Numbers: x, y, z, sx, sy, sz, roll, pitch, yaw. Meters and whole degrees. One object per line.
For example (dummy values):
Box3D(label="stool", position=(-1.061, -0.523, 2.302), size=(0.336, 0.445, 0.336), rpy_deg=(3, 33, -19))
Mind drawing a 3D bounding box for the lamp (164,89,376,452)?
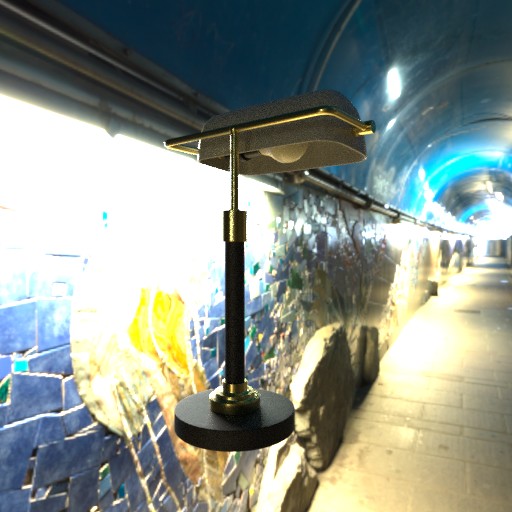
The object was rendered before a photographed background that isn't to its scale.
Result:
Box3D(label="lamp", position=(0.000, 0.000, 0.561), size=(0.269, 0.404, 0.227), rpy_deg=(1, 2, 38))
